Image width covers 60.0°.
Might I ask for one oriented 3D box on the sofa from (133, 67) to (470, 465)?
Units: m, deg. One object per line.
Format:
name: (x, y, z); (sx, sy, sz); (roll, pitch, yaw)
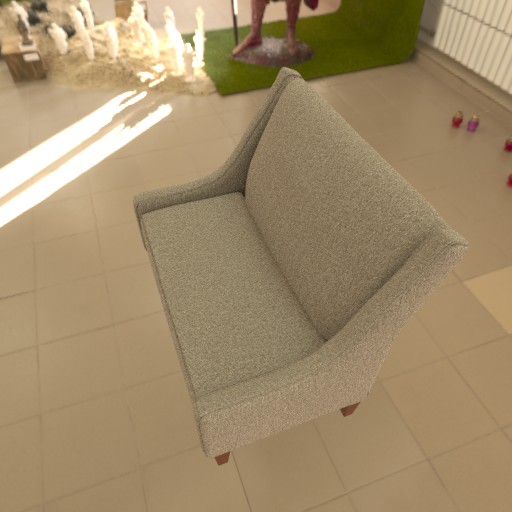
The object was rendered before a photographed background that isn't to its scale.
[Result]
sofa: (0.000, 0.000, 1.886); (0.862, 1.026, 1.242); (-15, 48, -14)
